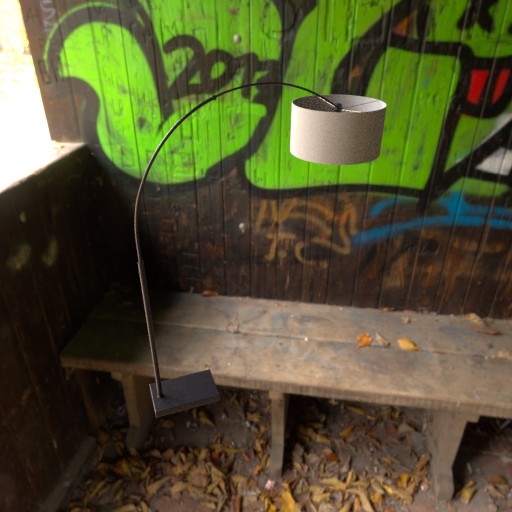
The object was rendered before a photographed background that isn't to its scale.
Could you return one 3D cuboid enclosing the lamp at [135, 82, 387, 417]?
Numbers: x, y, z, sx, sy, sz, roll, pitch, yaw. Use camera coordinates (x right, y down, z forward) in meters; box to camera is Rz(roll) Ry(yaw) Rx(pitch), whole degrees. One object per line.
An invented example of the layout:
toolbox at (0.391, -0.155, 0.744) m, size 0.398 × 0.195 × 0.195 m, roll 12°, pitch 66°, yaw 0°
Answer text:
lamp at (0.000, 0.000, 2.622) m, size 1.424 × 1.927 × 0.493 m, roll -10°, pitch 31°, yaw -17°
